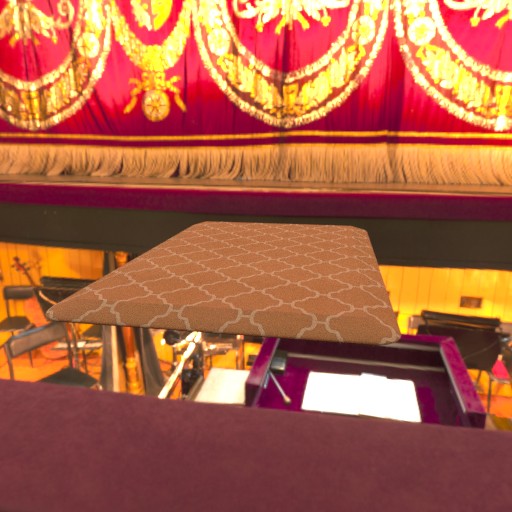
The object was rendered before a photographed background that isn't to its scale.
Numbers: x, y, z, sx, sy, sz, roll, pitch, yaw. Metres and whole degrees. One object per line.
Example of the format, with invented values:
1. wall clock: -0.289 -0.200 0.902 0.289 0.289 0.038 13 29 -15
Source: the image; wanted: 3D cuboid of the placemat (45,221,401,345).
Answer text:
1. placemat: 0.000 0.000 0.949 0.508 0.021 0.762 3 15 10
